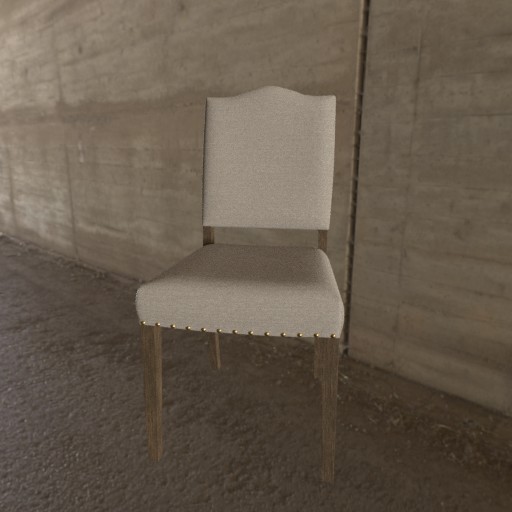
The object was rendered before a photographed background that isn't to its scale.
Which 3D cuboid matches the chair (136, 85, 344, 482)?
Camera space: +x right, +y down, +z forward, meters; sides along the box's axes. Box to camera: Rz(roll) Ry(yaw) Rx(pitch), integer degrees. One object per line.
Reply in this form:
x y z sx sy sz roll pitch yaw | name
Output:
0.000 0.000 1.325 0.508 1.020 0.620 2 15 9 | chair
